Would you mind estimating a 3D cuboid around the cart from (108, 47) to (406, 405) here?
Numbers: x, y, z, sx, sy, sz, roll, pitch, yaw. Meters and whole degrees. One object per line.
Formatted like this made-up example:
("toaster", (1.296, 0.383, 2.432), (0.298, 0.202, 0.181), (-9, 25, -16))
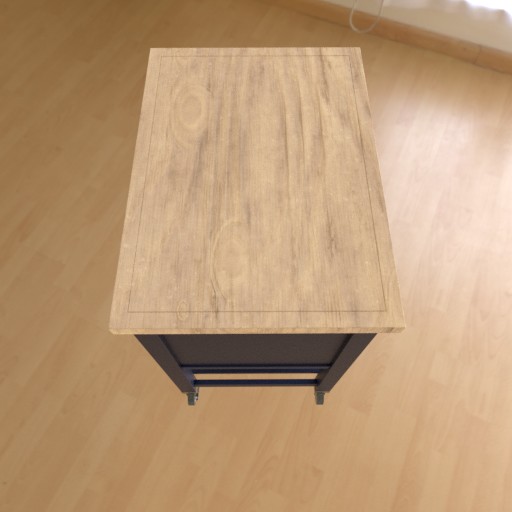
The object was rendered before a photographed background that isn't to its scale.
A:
("cart", (0.000, 0.000, 1.428), (0.567, 0.920, 0.797), (0, 63, 0))
